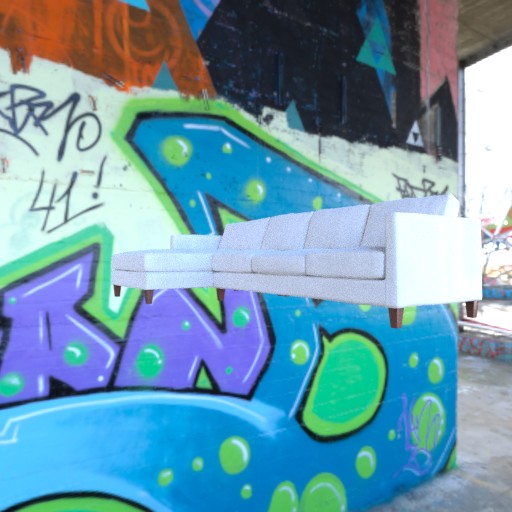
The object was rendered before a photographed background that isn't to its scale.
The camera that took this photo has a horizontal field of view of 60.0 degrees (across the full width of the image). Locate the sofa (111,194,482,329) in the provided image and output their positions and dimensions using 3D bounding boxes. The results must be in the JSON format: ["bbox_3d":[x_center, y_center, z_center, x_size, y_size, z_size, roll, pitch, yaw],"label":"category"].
[{"bbox_3d":[0.000,0.000,3.912,1.625,0.861,3.186,0,0,-35],"label":"sofa"}]
